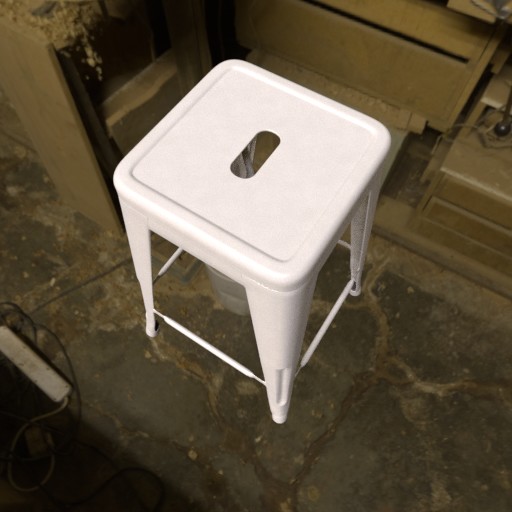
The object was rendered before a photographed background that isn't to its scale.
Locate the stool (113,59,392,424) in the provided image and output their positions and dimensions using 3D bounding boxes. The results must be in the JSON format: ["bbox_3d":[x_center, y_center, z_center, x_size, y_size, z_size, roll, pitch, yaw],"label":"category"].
[{"bbox_3d":[0.000,0.000,0.865,0.406,0.610,0.406,30,67,14],"label":"stool"}]
